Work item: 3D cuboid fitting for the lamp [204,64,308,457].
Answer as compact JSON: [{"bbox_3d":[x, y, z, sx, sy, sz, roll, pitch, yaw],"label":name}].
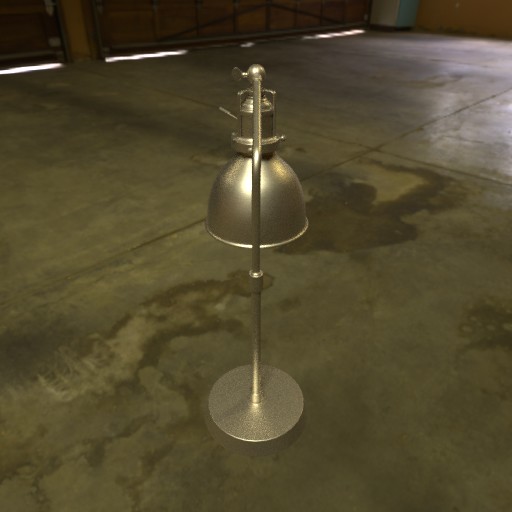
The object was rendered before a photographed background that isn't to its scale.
[{"bbox_3d":[0.000,0.000,0.594,0.153,0.456,0.286,0,32,0],"label":"lamp"}]
